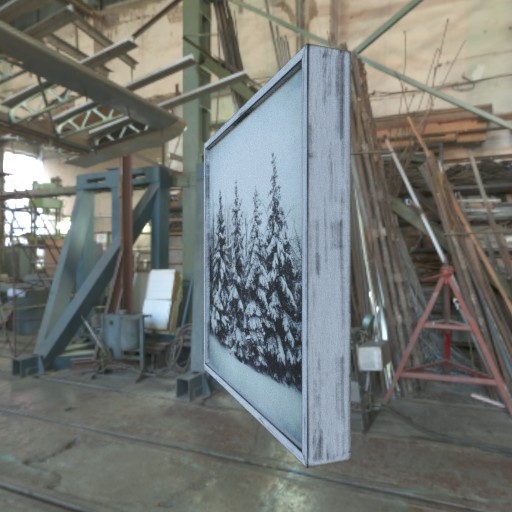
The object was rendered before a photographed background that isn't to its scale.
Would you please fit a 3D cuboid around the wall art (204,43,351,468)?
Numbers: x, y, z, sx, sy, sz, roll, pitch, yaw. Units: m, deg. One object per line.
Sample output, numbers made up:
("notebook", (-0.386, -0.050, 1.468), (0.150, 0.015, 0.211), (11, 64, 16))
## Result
("wall art", (0.000, 0.000, 0.464), (0.036, 0.303, 0.303), (0, 0, -21))
